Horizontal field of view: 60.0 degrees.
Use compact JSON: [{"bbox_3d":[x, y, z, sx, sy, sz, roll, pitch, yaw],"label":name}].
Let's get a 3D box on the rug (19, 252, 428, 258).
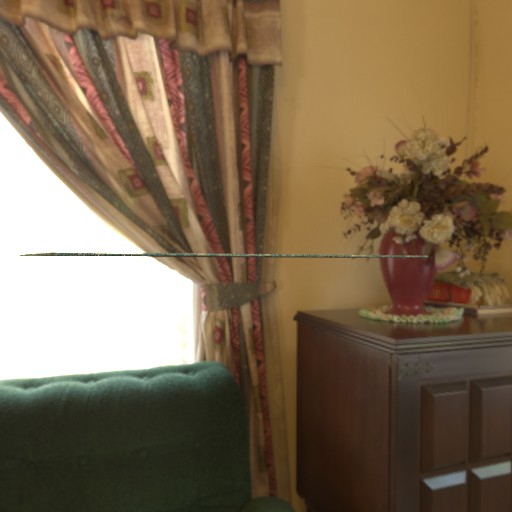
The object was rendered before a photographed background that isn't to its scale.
[{"bbox_3d":[0.000,0.000,2.668,2.435,0.011,0.750,0,-1,-36],"label":"rug"}]
